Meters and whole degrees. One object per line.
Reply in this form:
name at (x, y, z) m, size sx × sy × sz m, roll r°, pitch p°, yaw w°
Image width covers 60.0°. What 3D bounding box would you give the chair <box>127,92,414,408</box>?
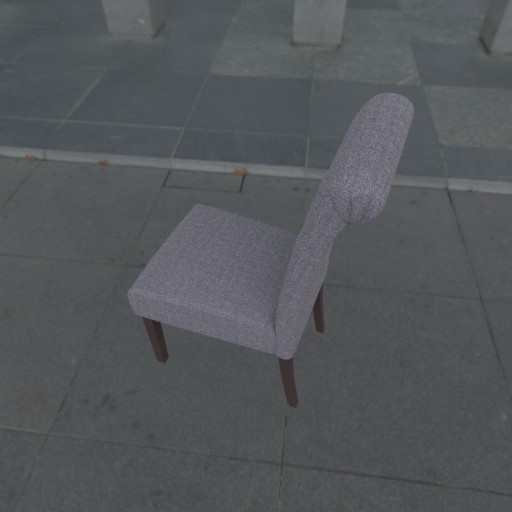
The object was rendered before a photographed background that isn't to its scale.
chair at (0.000, 0.000, 1.356) m, size 0.671 × 1.006 × 0.456 m, roll 16°, pitch 48°, yaw 15°
